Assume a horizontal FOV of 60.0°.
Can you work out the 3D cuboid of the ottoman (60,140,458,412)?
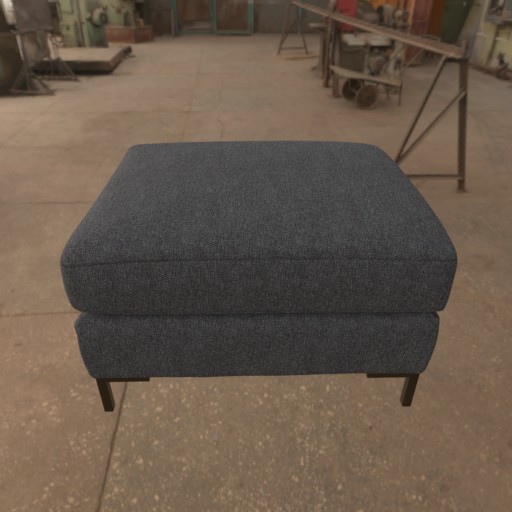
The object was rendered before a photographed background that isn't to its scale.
[{"bbox_3d":[0.000,0.000,1.279,0.831,0.533,0.695,-1,32,-1],"label":"ottoman"}]
